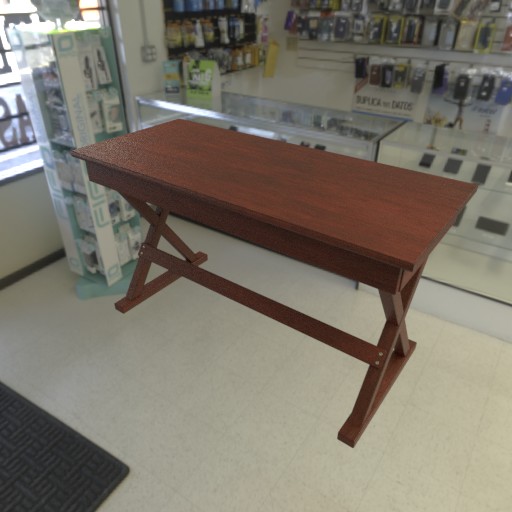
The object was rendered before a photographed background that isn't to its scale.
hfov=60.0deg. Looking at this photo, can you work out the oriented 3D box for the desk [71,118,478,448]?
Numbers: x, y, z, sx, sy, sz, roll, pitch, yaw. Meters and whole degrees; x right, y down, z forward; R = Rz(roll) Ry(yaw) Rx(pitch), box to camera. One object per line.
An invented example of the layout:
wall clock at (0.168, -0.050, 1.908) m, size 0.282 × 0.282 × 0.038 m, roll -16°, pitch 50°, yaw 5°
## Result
desk at (0.000, 0.000, 1.795) m, size 1.372 × 0.761 × 0.600 m, roll 21°, pitch 38°, yaw 30°
